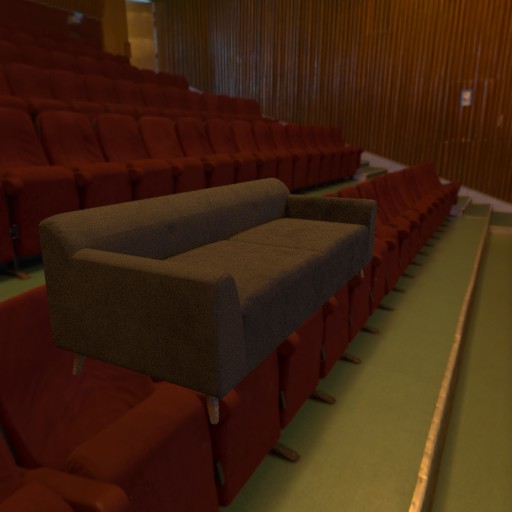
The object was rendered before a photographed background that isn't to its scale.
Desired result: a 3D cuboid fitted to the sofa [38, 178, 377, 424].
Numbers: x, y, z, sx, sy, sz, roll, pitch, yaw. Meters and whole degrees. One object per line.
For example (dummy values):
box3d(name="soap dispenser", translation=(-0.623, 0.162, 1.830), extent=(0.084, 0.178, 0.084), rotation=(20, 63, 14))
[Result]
box3d(name="sofa", translation=(0.000, 0.000, 2.647), extent=(0.900, 0.740, 2.190), rotation=(8, 17, 27))
